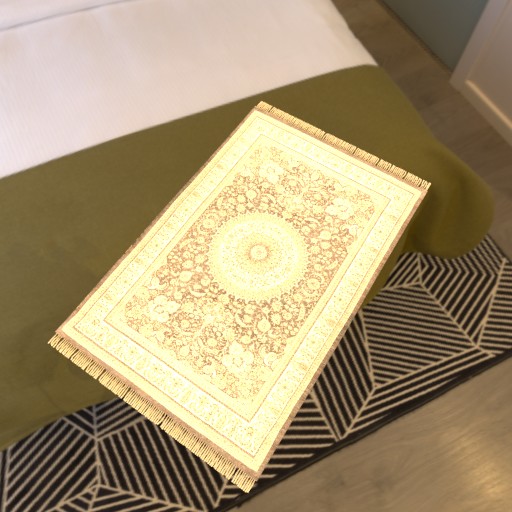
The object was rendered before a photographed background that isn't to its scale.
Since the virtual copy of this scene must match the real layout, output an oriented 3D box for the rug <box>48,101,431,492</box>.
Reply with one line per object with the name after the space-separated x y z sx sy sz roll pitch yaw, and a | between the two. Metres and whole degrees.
0.000 0.000 4.246 2.143 0.015 3.422 31 67 14 | rug
